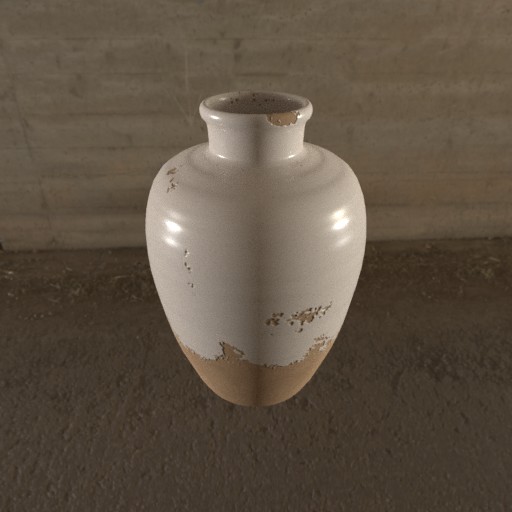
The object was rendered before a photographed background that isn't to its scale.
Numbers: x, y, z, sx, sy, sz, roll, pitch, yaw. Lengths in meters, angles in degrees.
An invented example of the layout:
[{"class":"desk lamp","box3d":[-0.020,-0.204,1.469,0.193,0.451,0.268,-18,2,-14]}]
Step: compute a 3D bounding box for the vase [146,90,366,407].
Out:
[{"class":"vase","box3d":[0.000,0.000,0.338,0.158,0.228,0.158,0,32,0]}]
